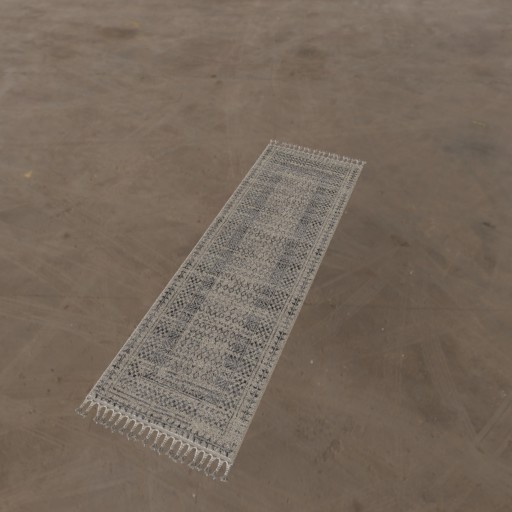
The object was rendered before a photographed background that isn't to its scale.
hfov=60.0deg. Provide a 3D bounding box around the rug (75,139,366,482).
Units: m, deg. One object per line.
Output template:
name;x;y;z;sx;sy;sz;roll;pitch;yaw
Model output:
rug;0.000;0.000;2.706;0.786;0.013;2.480;17;50;15
